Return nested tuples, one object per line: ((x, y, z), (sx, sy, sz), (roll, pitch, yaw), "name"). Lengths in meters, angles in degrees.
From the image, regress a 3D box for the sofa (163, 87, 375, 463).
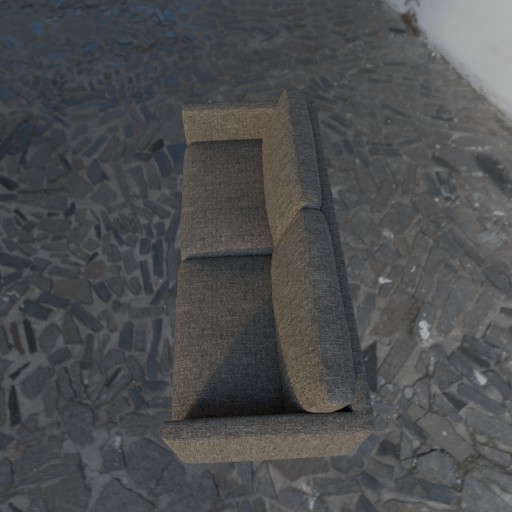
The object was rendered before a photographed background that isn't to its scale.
((0.000, 0.000, 2.705), (0.948, 0.960, 2.208), (-2, 58, -2), "sofa")
